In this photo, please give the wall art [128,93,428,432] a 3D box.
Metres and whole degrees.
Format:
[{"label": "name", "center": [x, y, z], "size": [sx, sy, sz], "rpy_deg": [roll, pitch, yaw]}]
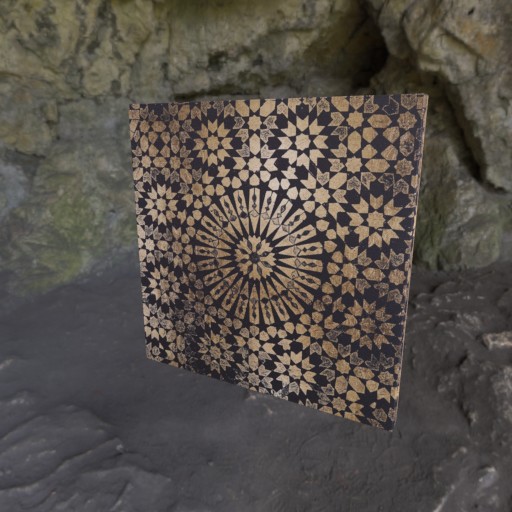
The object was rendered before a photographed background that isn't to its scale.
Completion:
[{"label": "wall art", "center": [0.000, 0.000, 0.920], "size": [0.612, 0.612, 0.038], "rpy_deg": [8, 18, 27]}]
